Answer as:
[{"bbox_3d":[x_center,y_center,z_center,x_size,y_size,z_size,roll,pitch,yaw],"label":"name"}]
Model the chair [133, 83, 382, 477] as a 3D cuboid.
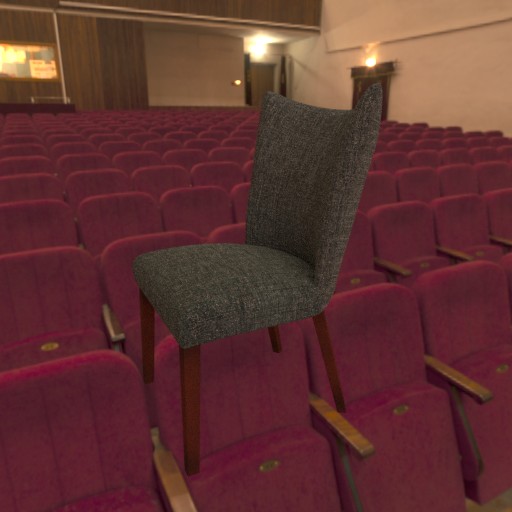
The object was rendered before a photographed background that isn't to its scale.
[{"bbox_3d":[0.000,0.000,1.285,0.623,0.924,0.535,-9,20,-26],"label":"chair"}]
